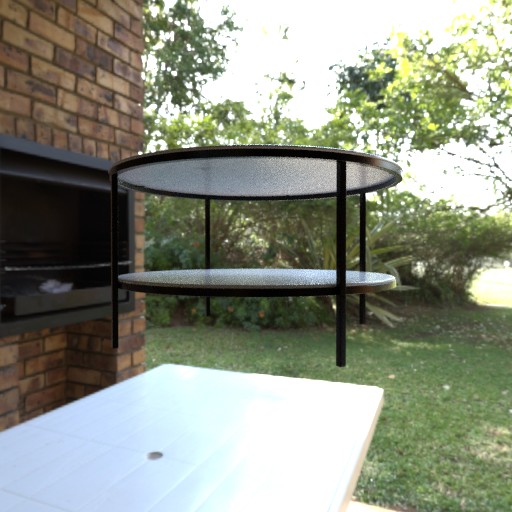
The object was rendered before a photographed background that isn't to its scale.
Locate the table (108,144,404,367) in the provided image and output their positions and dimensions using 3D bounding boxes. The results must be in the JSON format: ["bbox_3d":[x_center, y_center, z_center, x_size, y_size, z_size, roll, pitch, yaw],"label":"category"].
[{"bbox_3d":[0.000,0.000,1.270,0.800,0.450,0.800,0,1,0],"label":"table"}]
